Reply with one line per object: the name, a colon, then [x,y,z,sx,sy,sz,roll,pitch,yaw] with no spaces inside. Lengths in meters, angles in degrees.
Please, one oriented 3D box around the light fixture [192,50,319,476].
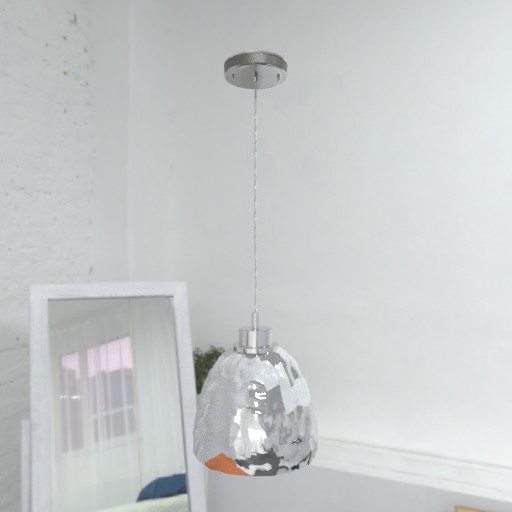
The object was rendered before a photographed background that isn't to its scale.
light fixture: [0.000,0.000,1.758,0.496,1.511,0.500,0,0,0]
